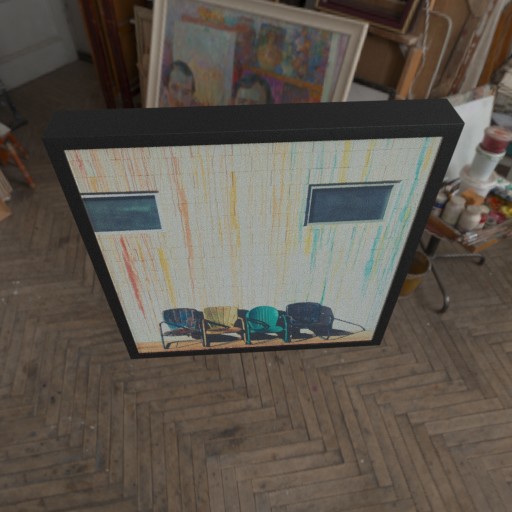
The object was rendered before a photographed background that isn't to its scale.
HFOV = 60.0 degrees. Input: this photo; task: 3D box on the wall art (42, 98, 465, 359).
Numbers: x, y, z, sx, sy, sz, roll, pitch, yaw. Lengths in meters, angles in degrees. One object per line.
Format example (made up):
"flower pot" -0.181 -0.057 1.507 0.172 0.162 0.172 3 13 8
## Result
"wall art" 0.000 0.000 0.440 0.304 0.304 0.038 -3 47 -2
